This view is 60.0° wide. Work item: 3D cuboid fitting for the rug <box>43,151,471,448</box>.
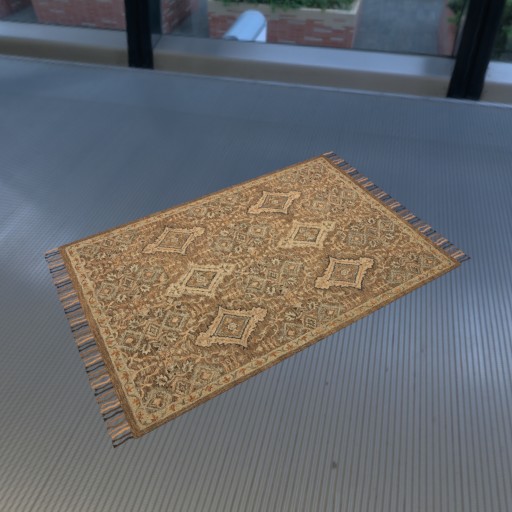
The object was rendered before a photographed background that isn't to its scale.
[{"bbox_3d":[0.000,0.000,2.961,2.434,0.010,1.516,-23,50,-21],"label":"rug"}]
